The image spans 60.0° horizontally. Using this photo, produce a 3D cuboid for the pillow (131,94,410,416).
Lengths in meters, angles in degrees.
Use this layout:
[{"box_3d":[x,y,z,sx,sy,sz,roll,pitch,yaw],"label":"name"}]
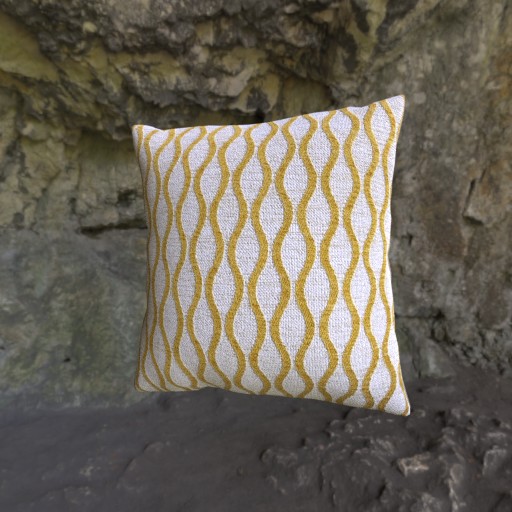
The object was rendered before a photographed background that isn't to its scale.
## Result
[{"box_3d":[0.000,0.000,0.655,0.429,0.436,0.159,0,-1,17],"label":"pillow"}]
